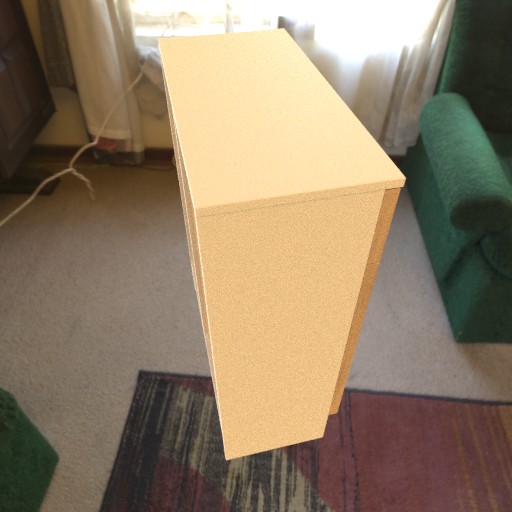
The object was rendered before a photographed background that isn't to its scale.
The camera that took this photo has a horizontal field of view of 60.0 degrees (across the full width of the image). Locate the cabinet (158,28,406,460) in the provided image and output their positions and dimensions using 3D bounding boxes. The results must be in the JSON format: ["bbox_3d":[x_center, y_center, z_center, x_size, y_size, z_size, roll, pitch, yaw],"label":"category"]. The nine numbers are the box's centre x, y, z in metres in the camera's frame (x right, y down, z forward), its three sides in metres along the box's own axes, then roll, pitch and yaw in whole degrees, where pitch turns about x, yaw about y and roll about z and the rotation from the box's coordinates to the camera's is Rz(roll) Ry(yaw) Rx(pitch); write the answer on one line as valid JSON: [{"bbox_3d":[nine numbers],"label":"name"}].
[{"bbox_3d":[0.000,0.000,1.065,0.296,0.815,0.600,-9,46,-9],"label":"cabinet"}]
